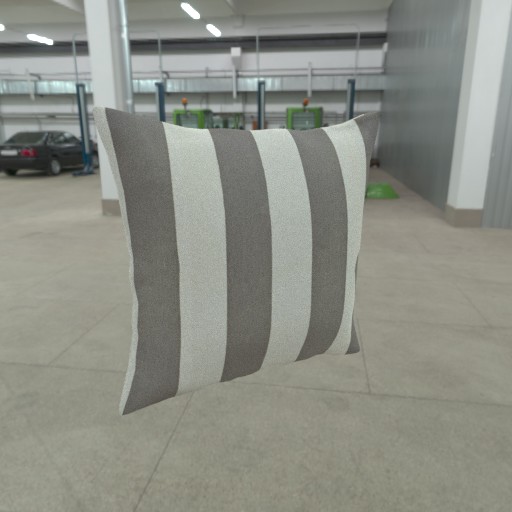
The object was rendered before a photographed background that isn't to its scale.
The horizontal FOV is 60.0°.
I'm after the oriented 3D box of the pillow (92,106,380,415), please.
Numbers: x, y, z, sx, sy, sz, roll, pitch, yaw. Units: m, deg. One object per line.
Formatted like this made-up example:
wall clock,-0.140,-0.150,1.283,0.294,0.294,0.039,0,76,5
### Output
pillow,0.000,0.000,0.800,0.522,0.507,0.192,-8,18,-26
